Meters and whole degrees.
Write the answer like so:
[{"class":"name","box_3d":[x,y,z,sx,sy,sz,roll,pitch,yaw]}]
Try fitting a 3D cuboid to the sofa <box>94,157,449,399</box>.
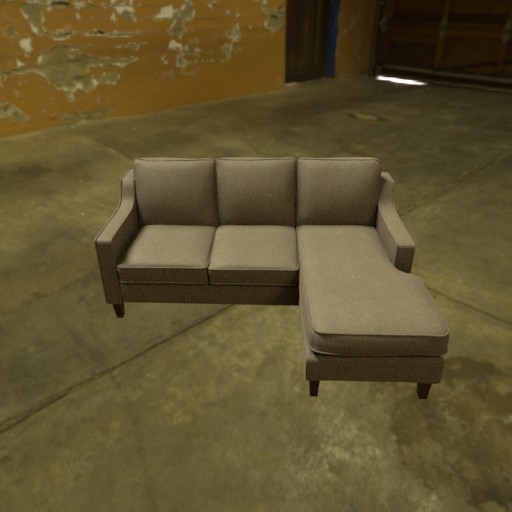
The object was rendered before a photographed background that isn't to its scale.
[{"class":"sofa","box_3d":[0.000,0.000,3.302,2.317,1.081,1.858,1,29,2]}]
